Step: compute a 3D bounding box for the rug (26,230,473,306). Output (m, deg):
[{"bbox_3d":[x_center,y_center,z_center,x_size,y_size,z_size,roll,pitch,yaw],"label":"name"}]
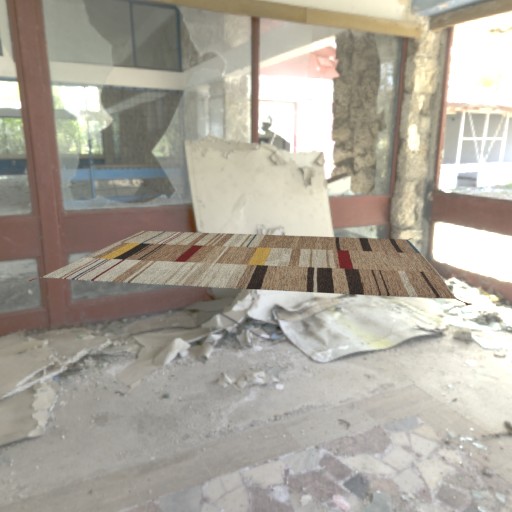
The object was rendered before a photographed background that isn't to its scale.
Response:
[{"bbox_3d":[0.000,0.000,2.440,1.918,0.007,1.268,2,14,9],"label":"rug"}]
